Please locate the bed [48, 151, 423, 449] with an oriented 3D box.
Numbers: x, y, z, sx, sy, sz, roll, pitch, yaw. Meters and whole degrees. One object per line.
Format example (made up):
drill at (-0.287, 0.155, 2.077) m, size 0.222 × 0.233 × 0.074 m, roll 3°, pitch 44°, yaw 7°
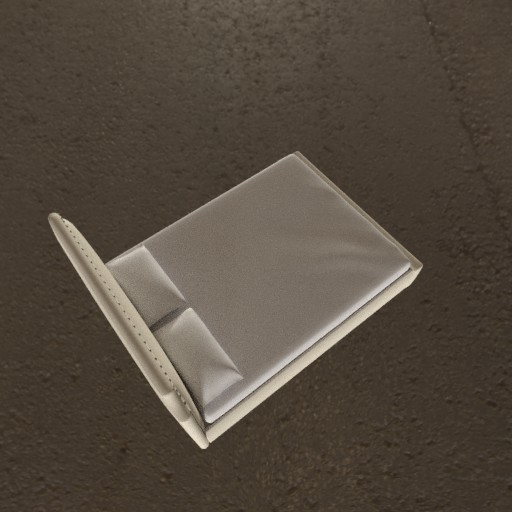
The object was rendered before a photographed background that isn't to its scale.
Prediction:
bed at (0.000, 0.000, 3.562) m, size 2.372 × 1.443 × 1.712 m, roll -34°, pitch 65°, yaw -18°
